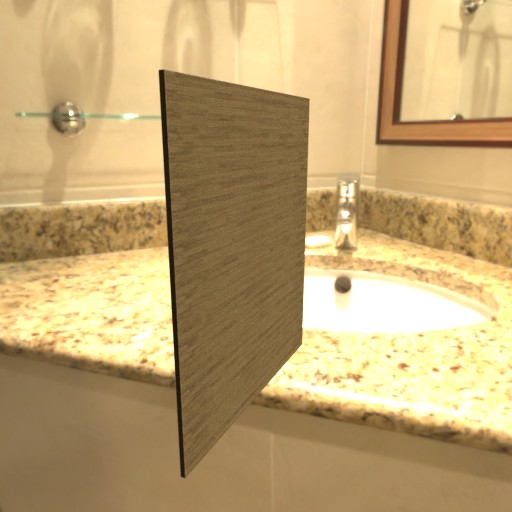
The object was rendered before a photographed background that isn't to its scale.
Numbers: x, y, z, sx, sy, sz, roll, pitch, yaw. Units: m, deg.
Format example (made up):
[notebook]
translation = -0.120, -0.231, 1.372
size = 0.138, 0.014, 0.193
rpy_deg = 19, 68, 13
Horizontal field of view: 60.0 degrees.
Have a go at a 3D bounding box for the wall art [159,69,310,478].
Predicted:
[wall art]
translation = 0.000, 0.000, 0.786
size = 0.009, 0.559, 0.483
rpy_deg = 8, 17, 26
